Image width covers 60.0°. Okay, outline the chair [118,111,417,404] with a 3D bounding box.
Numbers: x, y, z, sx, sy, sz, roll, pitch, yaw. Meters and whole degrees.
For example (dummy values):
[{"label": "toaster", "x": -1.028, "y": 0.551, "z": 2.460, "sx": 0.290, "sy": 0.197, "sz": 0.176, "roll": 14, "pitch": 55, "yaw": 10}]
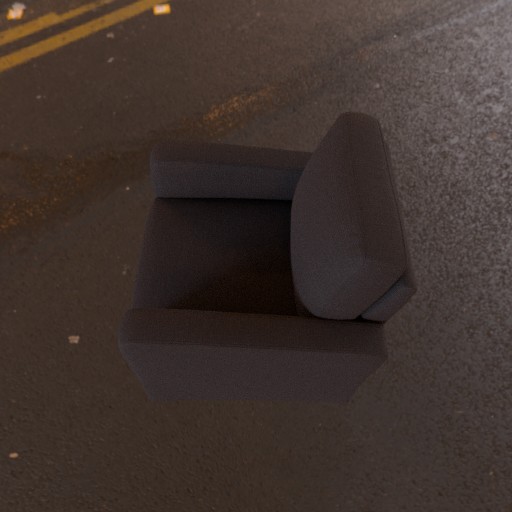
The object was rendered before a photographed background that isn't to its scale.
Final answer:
[{"label": "chair", "x": 0.000, "y": 0.000, "z": 1.538, "sx": 0.863, "sy": 0.855, "sz": 0.798, "roll": 1, "pitch": 58, "yaw": 0}]
